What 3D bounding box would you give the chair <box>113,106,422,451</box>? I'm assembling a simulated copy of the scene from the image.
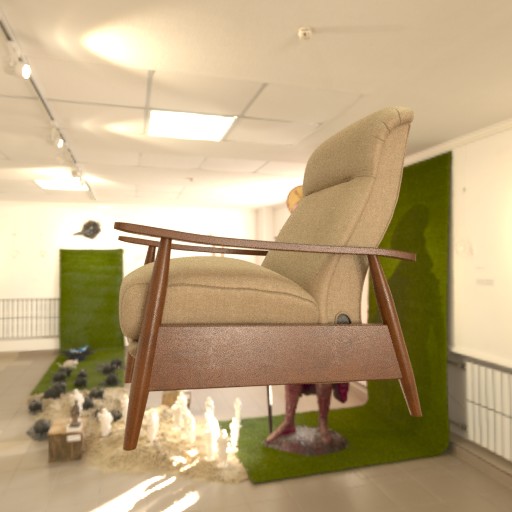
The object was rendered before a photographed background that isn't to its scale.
[{"bbox_3d":[0.000,0.000,1.711,1.030,1.082,0.762,0,-1,-16],"label":"chair"}]
